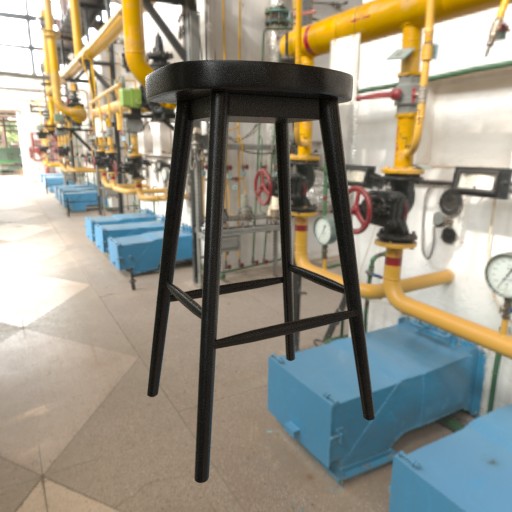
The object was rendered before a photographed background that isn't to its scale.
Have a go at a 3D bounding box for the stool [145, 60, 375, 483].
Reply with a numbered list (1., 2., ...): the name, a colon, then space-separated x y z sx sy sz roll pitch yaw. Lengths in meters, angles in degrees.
1. stool: 0.000 0.000 0.985 0.440 0.749 0.361 -7 15 -27
